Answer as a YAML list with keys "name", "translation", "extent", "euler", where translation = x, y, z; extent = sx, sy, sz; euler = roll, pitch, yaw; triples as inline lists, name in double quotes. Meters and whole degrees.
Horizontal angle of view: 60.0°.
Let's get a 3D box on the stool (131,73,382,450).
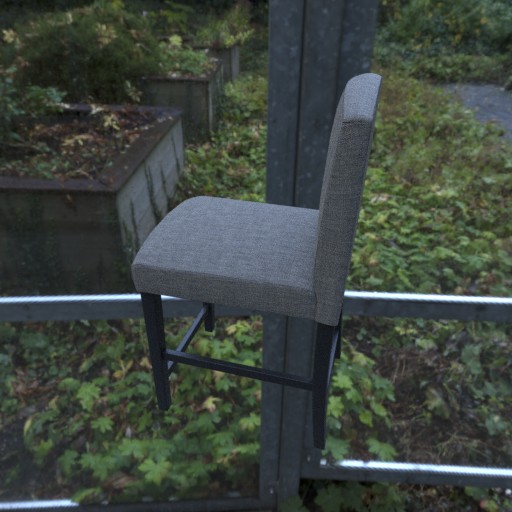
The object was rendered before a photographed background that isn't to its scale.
- name: "stool"
  translation: [0.000, 0.000, 1.244]
  extent: [0.552, 0.966, 0.451]
  euler: [8, 31, 14]
